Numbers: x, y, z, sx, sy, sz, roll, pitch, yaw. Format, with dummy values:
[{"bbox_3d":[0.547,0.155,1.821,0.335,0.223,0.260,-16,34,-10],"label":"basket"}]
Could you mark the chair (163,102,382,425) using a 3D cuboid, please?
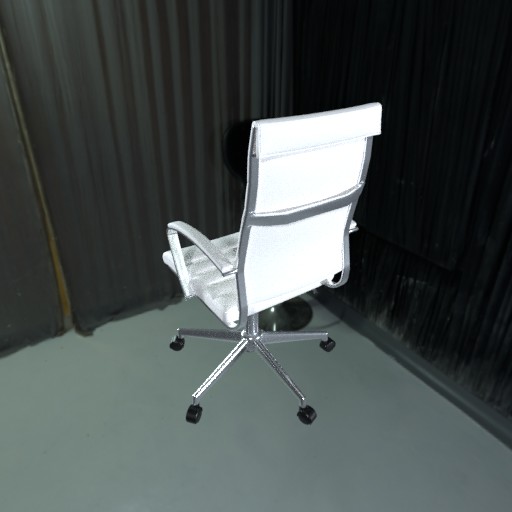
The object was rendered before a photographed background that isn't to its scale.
[{"bbox_3d":[0.000,0.000,1.663,0.766,1.149,0.739,-19,34,-30],"label":"chair"}]
